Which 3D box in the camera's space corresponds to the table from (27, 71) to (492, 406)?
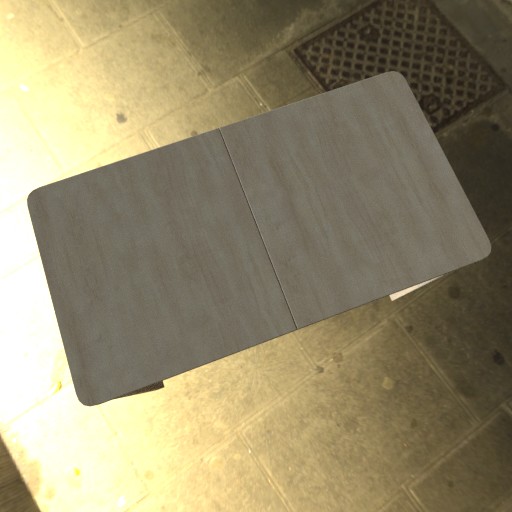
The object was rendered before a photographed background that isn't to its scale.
[{"bbox_3d":[0.000,0.000,1.908,1.400,0.900,0.750,-20,77,-5],"label":"table"}]
